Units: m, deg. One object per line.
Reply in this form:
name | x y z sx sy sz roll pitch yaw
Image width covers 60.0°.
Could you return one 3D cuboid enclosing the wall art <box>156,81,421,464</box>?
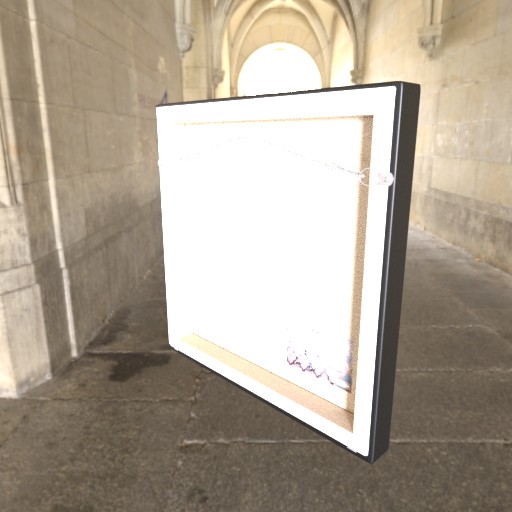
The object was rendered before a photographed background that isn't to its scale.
wall art | 0.000 0.000 0.597 0.041 0.407 0.406 -14 20 -43
